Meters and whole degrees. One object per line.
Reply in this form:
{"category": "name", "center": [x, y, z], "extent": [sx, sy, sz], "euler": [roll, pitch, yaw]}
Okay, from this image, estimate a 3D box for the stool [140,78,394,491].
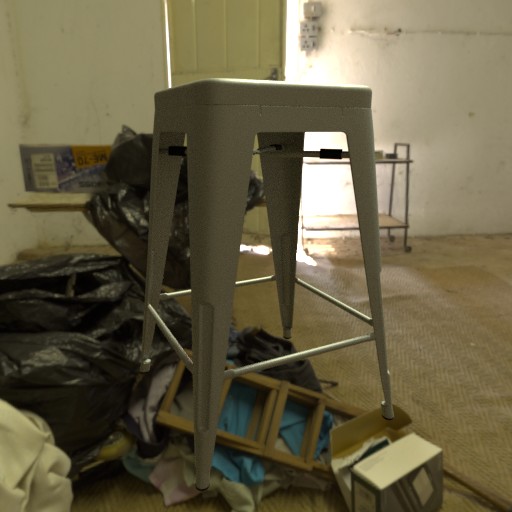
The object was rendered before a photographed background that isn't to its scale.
{"category": "stool", "center": [0.000, 0.000, 0.863], "extent": [0.406, 0.610, 0.406], "euler": [-8, 18, -26]}
